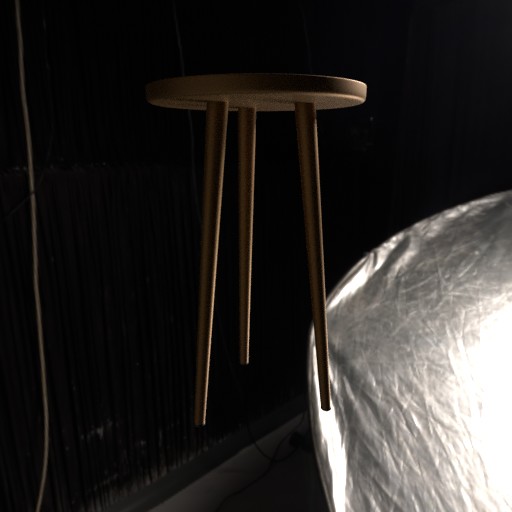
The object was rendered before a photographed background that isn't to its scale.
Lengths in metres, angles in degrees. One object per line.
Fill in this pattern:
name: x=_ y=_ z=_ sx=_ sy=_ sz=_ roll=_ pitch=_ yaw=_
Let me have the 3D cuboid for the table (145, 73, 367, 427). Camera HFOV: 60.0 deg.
table: x=0.000 y=0.000 z=0.677 sx=0.299 sy=0.480 sz=0.299 roll=-14 pitch=20 yaw=-43
